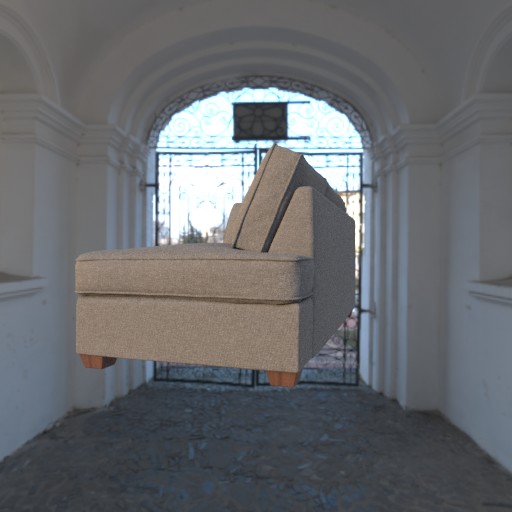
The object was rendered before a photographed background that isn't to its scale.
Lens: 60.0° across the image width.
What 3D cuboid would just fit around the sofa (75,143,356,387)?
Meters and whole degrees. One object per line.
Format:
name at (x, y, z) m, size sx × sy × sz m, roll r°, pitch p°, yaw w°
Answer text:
sofa at (0.000, 0.000, 2.913) m, size 1.110 × 1.033 × 2.237 m, roll 0°, pitch 0°, yaw 18°
